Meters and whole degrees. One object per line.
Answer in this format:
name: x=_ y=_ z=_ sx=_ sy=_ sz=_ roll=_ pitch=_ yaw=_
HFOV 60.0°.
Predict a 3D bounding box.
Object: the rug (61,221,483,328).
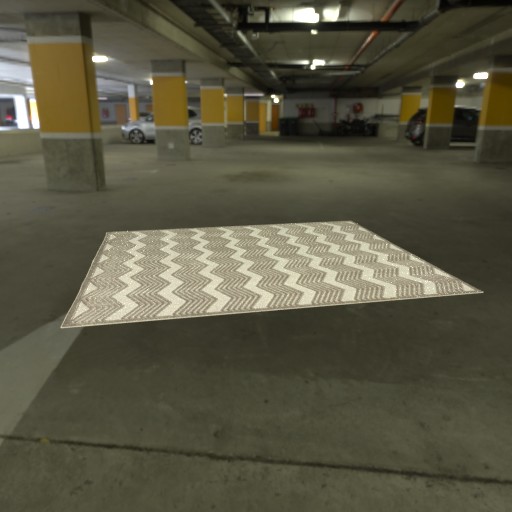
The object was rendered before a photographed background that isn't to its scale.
rug: x=0.000 y=0.000 z=4.050 sx=2.880 sy=0.005 sz=2.391 roll=-3 pitch=18 yaw=-11
